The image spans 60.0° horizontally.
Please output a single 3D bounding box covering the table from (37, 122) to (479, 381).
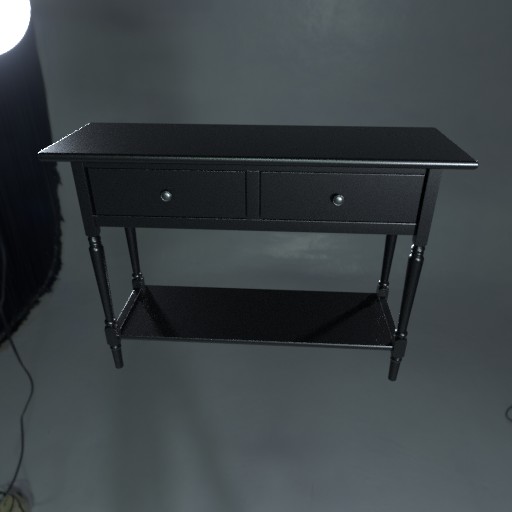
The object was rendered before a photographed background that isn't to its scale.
[{"bbox_3d":[0.000,0.000,1.552,1.191,0.819,0.386,2,29,3],"label":"table"}]
